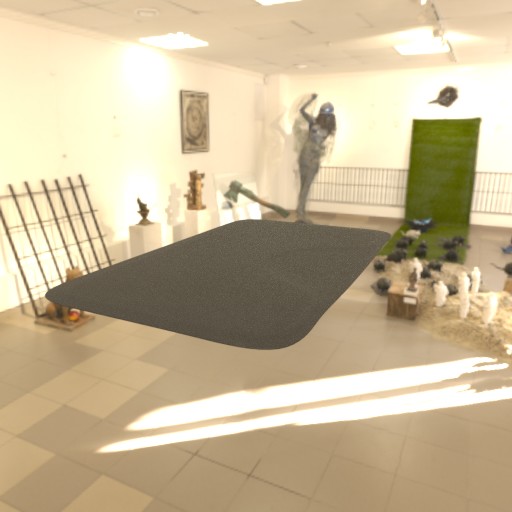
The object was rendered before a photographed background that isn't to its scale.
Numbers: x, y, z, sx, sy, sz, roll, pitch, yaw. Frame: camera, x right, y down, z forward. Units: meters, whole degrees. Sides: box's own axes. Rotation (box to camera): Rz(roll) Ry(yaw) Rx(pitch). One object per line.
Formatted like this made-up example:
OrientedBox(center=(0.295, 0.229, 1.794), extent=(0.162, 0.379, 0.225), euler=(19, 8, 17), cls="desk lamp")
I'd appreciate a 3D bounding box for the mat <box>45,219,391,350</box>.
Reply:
OrientedBox(center=(0.000, 0.000, 1.897), extent=(0.918, 0.013, 1.524), euler=(8, 17, 25), cls="mat")
